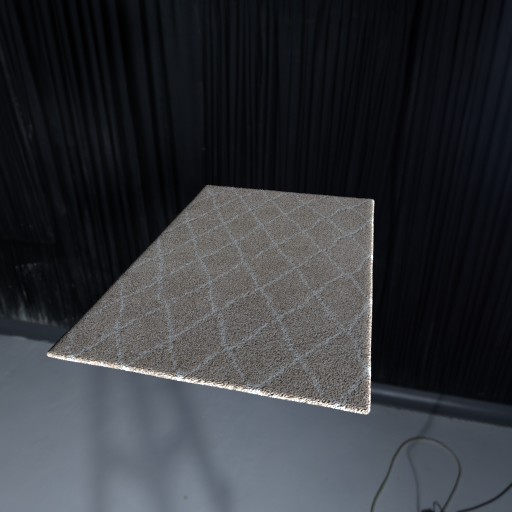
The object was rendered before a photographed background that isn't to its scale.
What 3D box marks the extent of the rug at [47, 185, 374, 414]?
[{"bbox_3d":[0.000,0.000,3.467,1.778,0.030,2.743,7,30,12],"label":"rug"}]
